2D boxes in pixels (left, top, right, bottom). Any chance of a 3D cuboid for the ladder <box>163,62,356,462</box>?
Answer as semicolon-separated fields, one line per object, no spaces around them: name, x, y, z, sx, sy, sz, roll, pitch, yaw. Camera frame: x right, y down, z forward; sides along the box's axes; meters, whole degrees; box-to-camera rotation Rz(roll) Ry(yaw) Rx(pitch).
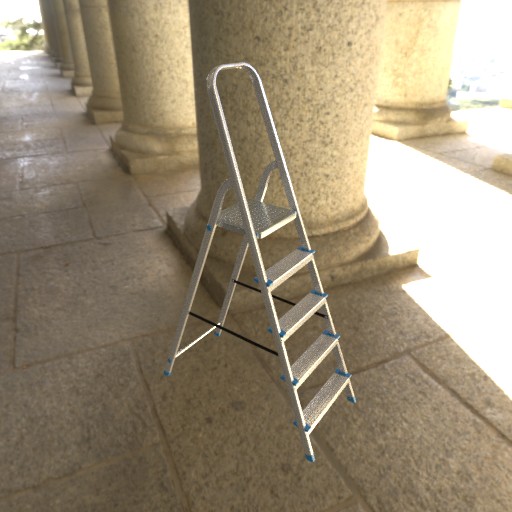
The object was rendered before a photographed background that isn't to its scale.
ladder;0.000;0.000;2.074;0.990;1.648;0.468;19;34;31
